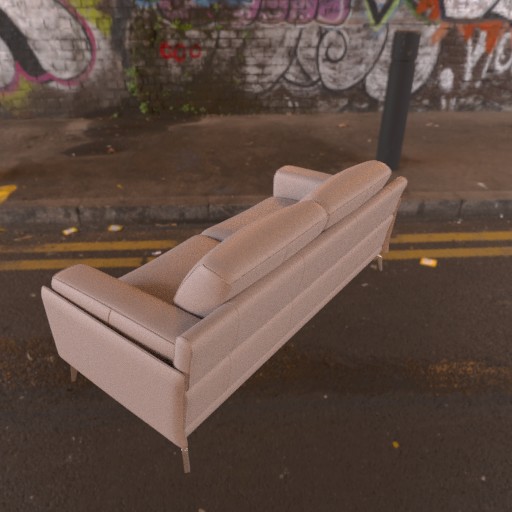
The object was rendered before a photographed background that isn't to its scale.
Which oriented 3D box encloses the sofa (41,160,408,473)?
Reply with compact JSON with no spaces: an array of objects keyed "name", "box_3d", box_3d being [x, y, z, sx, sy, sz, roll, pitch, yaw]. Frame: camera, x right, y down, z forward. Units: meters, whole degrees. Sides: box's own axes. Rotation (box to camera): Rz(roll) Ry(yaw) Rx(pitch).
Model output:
[{"name":"sofa","box_3d":[0.000,0.000,2.559,1.049,0.930,2.101,21,36,31]}]
